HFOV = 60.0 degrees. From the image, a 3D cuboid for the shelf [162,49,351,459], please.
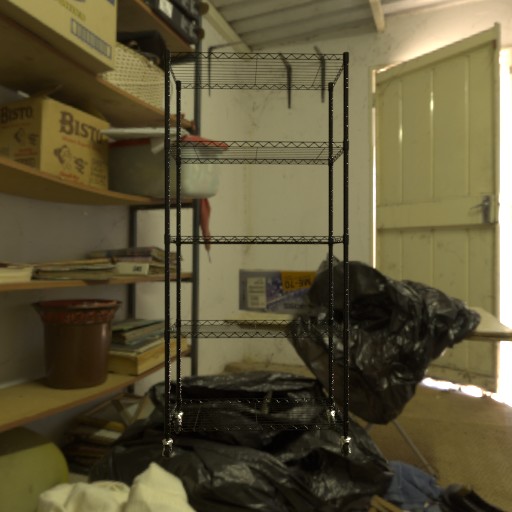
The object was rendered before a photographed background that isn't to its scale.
[{"bbox_3d":[0.000,0.000,1.942,0.762,1.645,0.356,0,0,-2],"label":"shelf"}]
